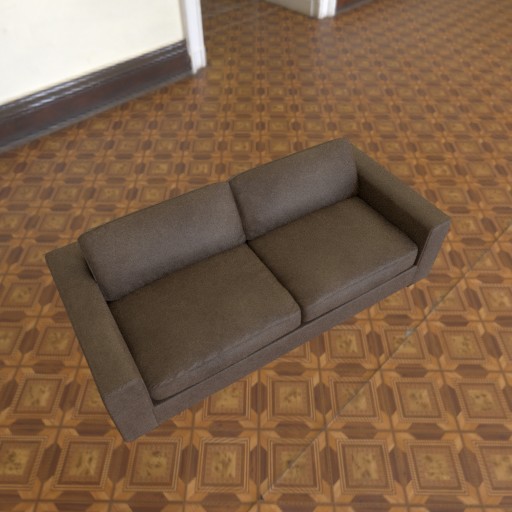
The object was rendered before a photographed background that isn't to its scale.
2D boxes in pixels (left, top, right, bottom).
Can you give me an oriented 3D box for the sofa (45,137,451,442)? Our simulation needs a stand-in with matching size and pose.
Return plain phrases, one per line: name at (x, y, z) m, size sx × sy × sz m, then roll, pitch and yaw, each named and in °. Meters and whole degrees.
sofa at (0.000, 0.000, 2.780) m, size 2.262 × 0.801 × 1.070 m, roll -24°, pitch 52°, yaw -21°
